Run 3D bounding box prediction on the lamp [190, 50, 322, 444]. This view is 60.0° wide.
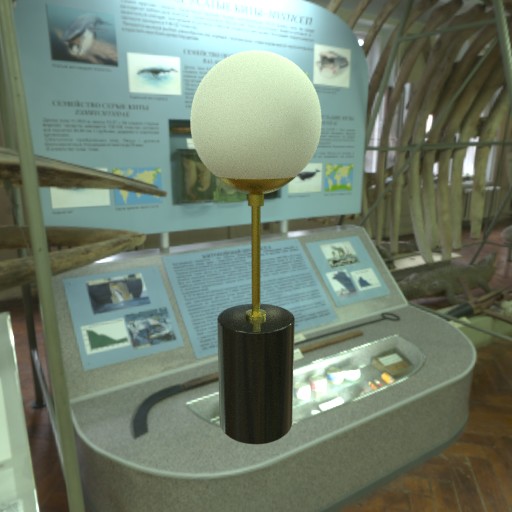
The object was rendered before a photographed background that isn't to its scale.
[{"bbox_3d":[0.000,0.000,0.564,0.153,0.480,0.153,0,14,0],"label":"lamp"}]
